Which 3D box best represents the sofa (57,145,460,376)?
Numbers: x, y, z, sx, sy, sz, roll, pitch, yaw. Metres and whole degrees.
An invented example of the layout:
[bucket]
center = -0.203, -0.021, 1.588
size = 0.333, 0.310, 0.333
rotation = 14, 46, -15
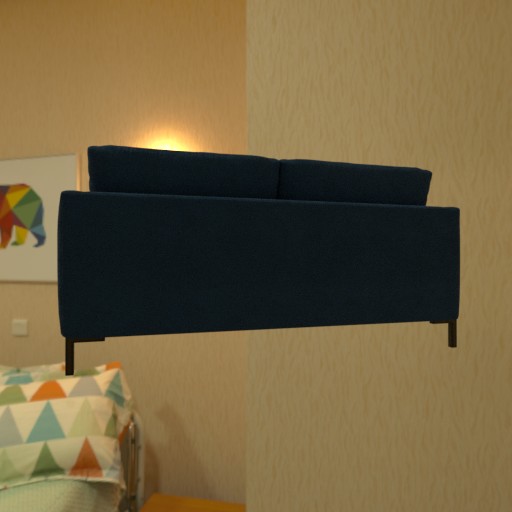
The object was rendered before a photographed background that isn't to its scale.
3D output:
[sofa]
center = 0.000, 0.000, 2.135
size = 1.676, 0.817, 0.875
rotation = 0, 0, -17
